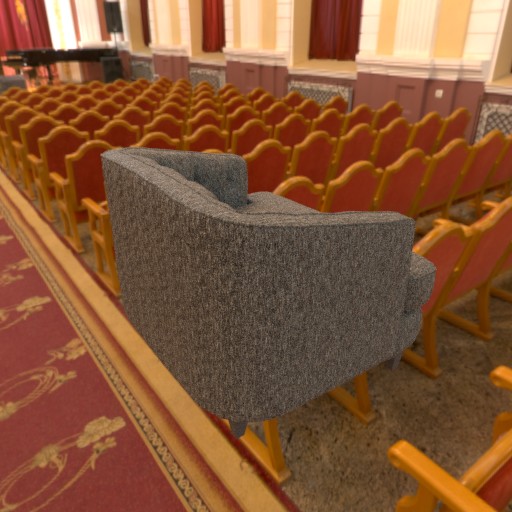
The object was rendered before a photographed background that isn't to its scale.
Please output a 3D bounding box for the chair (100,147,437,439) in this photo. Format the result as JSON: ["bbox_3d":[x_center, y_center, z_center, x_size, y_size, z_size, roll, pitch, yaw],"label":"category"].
[{"bbox_3d":[0.000,0.000,1.799,0.941,0.852,1.104,-18,32,-31],"label":"chair"}]
